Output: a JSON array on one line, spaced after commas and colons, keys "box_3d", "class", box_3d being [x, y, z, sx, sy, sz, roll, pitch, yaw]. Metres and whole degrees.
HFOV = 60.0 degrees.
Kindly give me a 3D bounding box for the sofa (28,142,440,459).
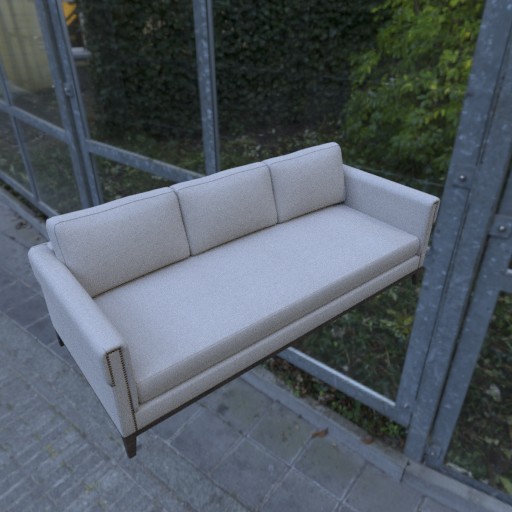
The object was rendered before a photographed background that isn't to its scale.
[{"box_3d": [0.000, 0.000, 2.616, 2.210, 0.838, 0.959, -22, 38, -32], "class": "sofa"}]
